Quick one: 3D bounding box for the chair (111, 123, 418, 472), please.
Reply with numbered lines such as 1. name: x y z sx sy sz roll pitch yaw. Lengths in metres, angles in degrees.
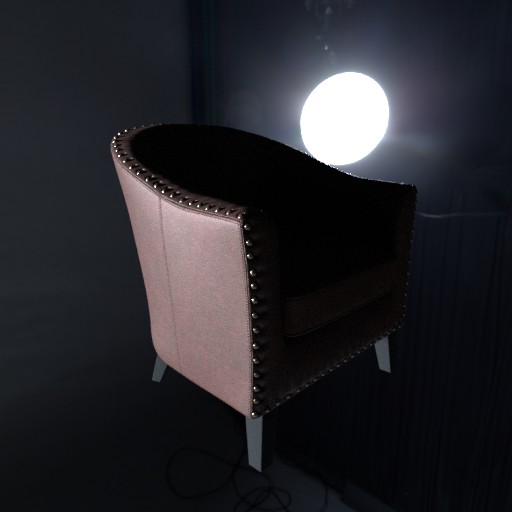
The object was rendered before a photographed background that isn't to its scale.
1. chair: 0.000 0.000 1.415 0.748 0.823 0.794 14 20 42
